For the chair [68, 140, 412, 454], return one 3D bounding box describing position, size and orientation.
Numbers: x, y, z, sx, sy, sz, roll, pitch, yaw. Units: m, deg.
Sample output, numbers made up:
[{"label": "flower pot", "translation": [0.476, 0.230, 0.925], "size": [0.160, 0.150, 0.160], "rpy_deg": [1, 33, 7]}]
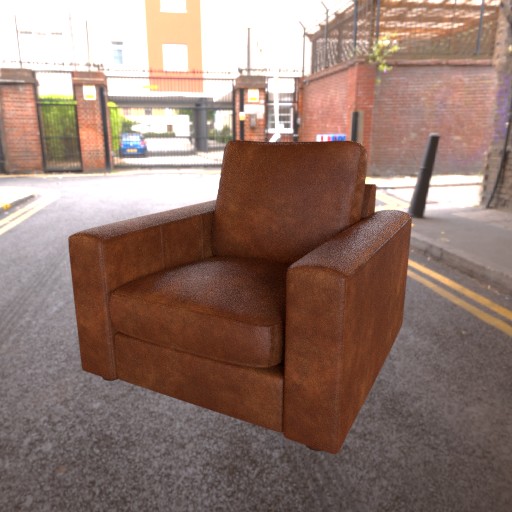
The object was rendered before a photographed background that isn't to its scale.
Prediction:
[{"label": "chair", "translation": [0.000, 0.000, 1.738], "size": [1.005, 0.873, 1.016], "rpy_deg": [8, 17, 27]}]
